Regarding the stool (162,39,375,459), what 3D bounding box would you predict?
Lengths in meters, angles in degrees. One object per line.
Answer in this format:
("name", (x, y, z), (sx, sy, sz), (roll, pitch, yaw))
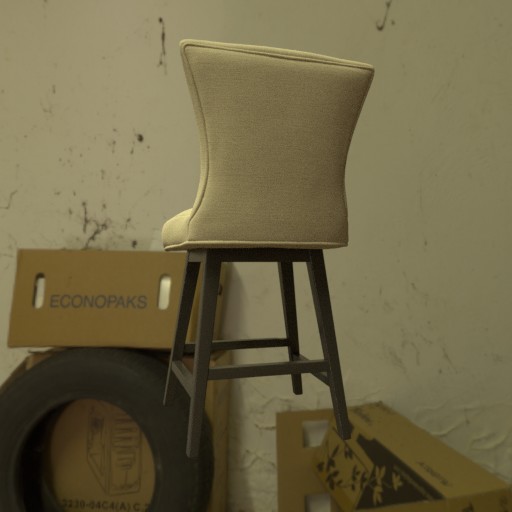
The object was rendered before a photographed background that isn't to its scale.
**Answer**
("stool", (0.000, 0.000, 1.312), (0.514, 1.000, 0.574), (0, -1, -16))
